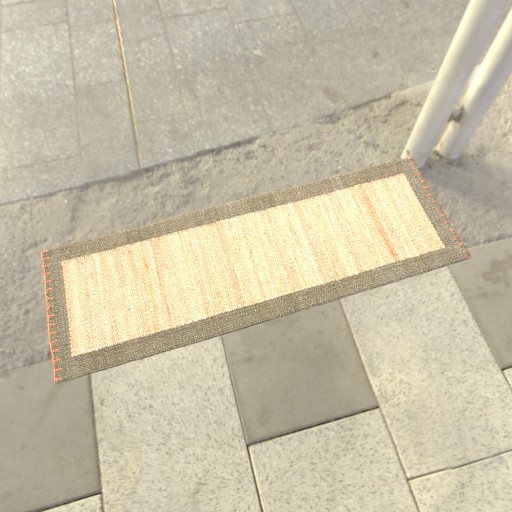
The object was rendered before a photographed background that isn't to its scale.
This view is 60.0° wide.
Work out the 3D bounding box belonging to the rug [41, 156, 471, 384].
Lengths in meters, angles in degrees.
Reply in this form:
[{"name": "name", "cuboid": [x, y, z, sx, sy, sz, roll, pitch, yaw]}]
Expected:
[{"name": "rug", "cuboid": [0.000, 0.000, 2.601, 2.413, 0.016, 0.810, -15, 64, -8]}]
